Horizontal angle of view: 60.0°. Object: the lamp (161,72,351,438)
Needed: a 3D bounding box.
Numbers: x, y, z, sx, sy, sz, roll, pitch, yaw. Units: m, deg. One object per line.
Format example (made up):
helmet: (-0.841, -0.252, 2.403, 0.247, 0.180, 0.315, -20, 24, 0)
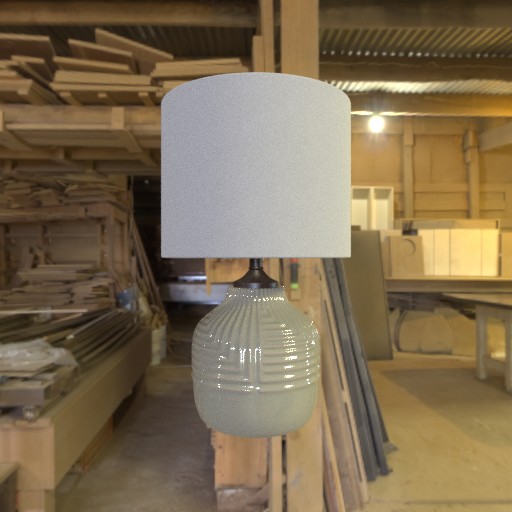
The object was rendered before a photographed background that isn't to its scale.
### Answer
lamp: (0.000, 0.000, 0.759, 0.318, 0.567, 0.318, 0, 0, 0)
